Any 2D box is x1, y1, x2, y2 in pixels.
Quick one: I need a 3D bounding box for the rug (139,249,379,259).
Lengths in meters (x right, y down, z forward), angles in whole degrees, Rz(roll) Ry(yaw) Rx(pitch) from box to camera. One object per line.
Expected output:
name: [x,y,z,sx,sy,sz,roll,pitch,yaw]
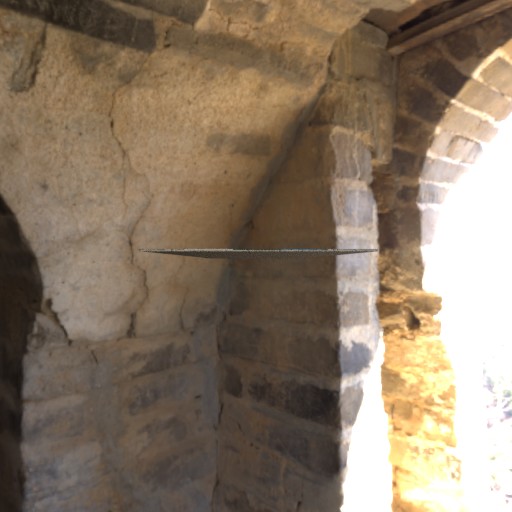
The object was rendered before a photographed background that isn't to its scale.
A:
rug: [0.000,0.000,2.618,0.774,0.008,2.437,0,-1,0]
